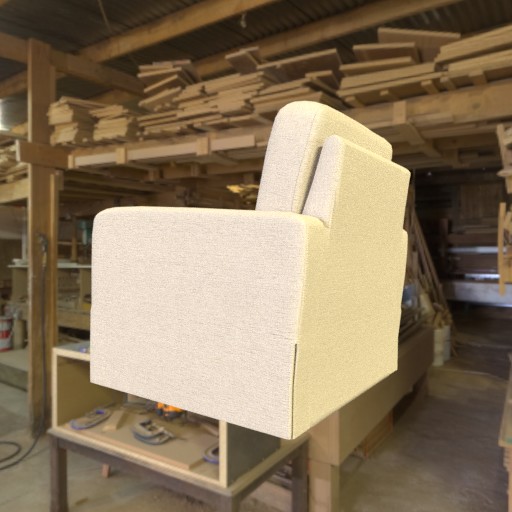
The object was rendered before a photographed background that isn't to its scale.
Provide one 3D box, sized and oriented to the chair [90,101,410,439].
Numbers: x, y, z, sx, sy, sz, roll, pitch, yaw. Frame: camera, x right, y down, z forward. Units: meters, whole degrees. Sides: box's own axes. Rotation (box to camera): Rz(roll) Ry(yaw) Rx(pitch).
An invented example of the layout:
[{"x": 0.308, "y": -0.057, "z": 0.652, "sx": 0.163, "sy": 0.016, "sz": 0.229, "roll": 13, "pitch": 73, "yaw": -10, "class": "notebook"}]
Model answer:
[{"x": 0.000, "y": 0.000, "z": 1.520, "sx": 0.888, "sy": 0.827, "sz": 0.755, "roll": 1, "pitch": 1, "yaw": 36, "class": "chair"}]
